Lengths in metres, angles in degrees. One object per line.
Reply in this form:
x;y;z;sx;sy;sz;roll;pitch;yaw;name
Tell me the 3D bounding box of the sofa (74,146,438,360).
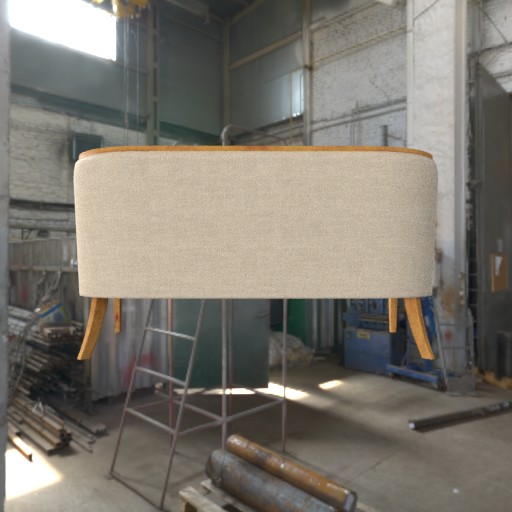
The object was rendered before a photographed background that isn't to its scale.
0.000;0.000;1.942;1.474;0.775;0.770;0;-1;0;sofa
